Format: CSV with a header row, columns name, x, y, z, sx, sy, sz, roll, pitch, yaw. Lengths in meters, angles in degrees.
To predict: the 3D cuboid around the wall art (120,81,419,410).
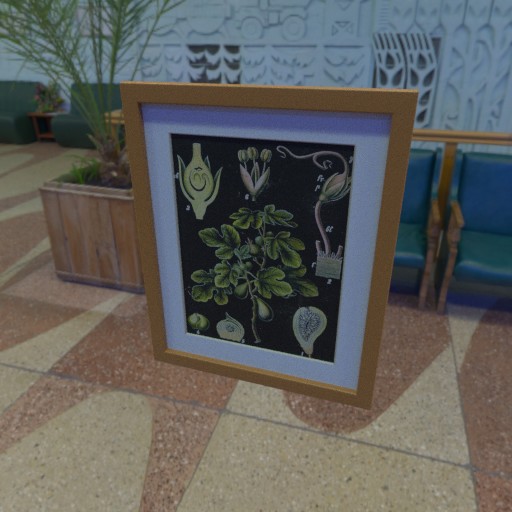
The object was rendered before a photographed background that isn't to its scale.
name,x,y,z,sx,sy,sz,roll,pitch,yaw
wall art,0.000,0.000,0.768,0.452,0.553,0.022,8,27,17
